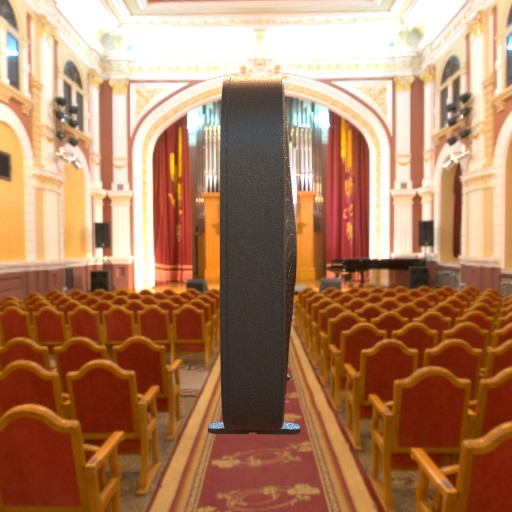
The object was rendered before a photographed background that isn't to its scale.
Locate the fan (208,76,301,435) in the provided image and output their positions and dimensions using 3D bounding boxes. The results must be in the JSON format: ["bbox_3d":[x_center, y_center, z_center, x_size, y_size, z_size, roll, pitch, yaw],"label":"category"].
[{"bbox_3d":[0.000,0.000,0.805,0.142,0.533,0.526,0,1,1],"label":"fan"}]
